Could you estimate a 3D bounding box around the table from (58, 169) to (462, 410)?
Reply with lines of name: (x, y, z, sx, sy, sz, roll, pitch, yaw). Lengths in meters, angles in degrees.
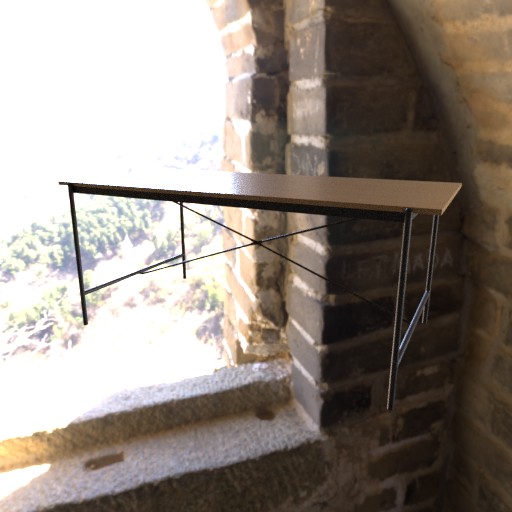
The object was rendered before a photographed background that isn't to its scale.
table: (0.000, 0.000, 2.289, 1.800, 0.758, 0.900, 8, 18, 27)
